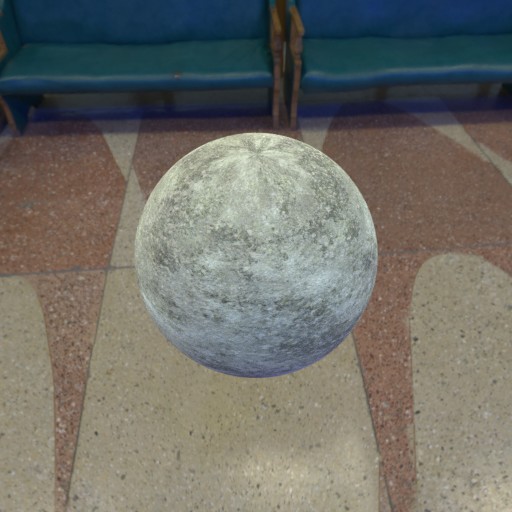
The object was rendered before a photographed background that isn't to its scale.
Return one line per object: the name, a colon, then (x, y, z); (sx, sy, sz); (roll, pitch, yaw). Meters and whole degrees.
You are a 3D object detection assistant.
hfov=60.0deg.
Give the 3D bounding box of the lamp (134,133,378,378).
lamp: (0.000, 0.000, 0.797); (0.422, 0.429, 0.422); (0, 46, 0)
